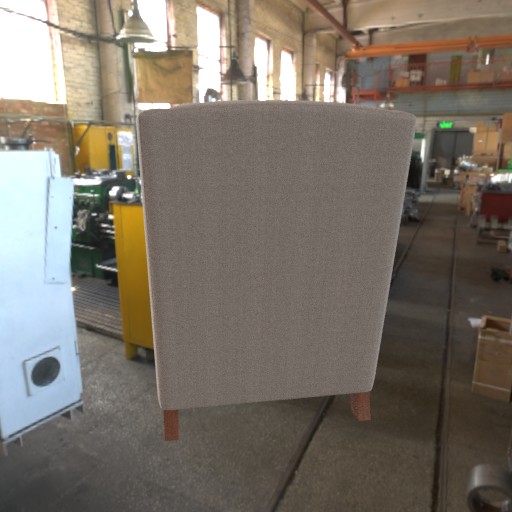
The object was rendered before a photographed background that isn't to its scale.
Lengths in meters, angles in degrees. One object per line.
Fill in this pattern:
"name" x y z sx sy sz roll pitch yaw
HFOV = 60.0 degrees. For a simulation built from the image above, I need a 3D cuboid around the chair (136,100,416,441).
"chair" 0.000 0.000 1.623 0.715 1.017 0.890 -2 15 -9
